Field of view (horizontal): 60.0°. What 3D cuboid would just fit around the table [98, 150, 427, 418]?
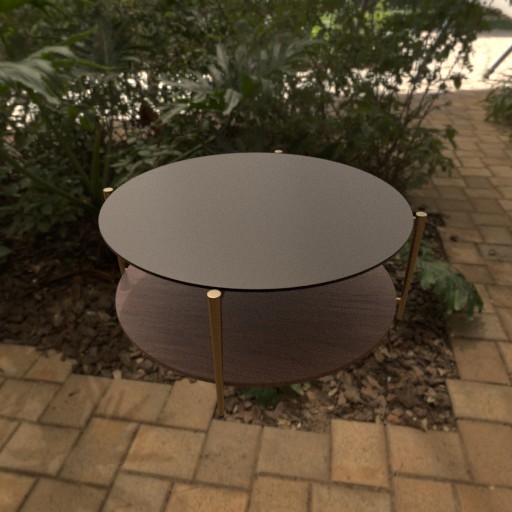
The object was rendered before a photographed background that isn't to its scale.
[{"bbox_3d":[0.000,0.000,1.482,0.938,0.400,0.938,-10,33,-16],"label":"table"}]
